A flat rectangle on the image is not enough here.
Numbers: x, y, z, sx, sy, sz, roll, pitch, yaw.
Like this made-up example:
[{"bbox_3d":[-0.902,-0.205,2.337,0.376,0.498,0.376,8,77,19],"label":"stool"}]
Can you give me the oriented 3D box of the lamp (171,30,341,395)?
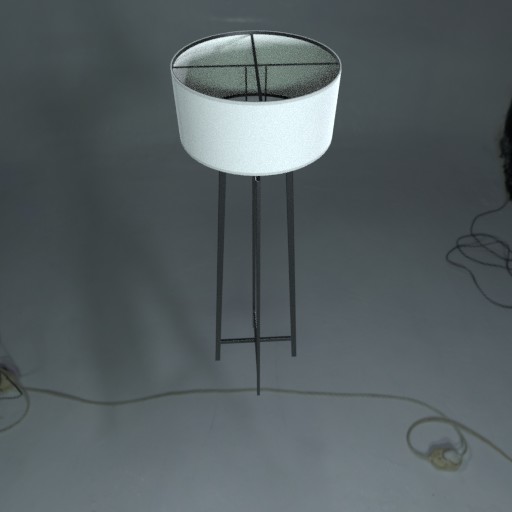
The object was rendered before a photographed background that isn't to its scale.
[{"bbox_3d":[0.000,0.000,1.739,0.457,1.510,0.456,-2,46,-2],"label":"lamp"}]
